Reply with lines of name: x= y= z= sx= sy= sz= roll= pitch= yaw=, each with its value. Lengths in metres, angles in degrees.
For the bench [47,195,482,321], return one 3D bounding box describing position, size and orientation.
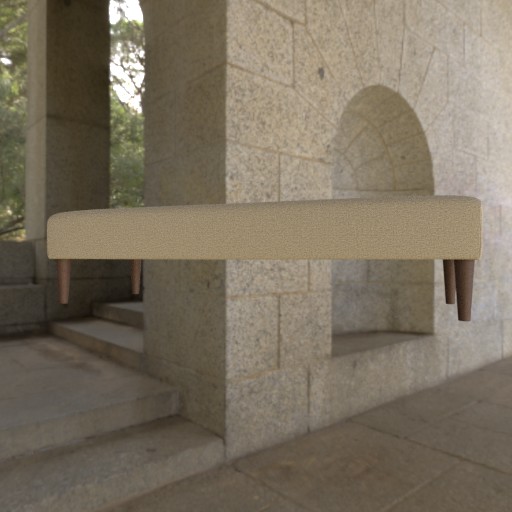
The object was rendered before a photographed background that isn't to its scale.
bench: x=0.000 y=0.000 z=1.829 sx=1.609 sy=0.393 sz=0.646 roll=0 pitch=0 yaw=19
